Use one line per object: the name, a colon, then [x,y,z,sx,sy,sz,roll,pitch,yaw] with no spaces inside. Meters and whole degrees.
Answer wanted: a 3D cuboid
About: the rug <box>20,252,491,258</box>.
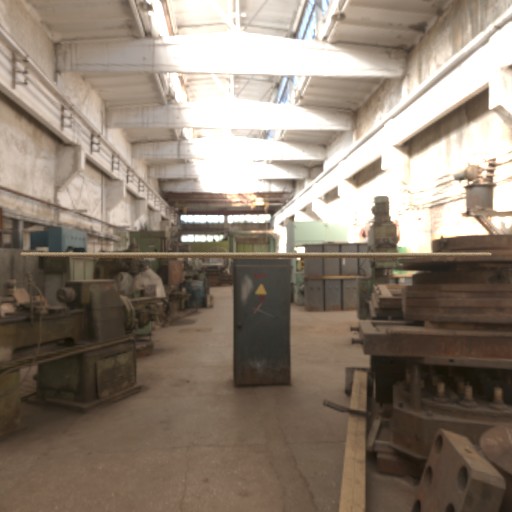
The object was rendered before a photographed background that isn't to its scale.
rug: [0.000,0.000,2.340,1.848,0.014,1.238,0,-1,-2]
